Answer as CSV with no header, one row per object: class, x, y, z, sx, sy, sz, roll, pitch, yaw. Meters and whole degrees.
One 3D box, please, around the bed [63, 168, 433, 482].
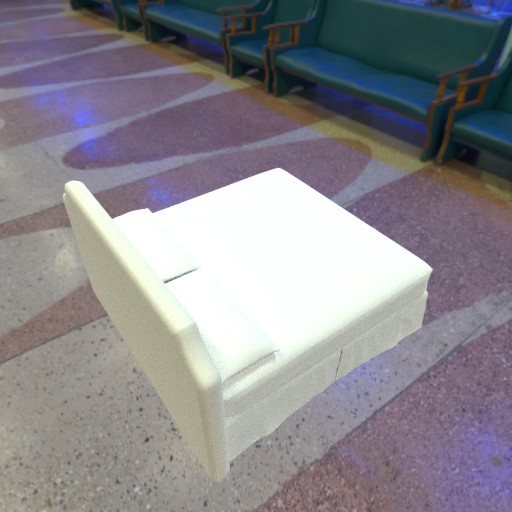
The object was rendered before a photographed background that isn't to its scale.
bed,0.000,0.000,3.558,2.204,1.301,2.160,-25,47,-26
